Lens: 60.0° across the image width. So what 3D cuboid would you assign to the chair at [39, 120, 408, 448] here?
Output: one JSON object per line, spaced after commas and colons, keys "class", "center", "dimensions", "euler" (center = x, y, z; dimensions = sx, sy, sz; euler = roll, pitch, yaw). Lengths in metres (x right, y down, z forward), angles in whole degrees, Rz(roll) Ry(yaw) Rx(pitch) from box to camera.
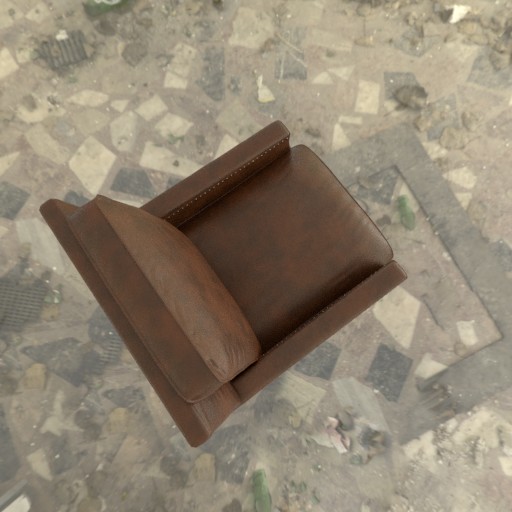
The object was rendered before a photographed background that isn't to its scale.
{"class": "chair", "center": [0.000, 0.000, 1.768], "dimensions": [1.035, 1.054, 0.854], "euler": [-35, 79, -8]}
